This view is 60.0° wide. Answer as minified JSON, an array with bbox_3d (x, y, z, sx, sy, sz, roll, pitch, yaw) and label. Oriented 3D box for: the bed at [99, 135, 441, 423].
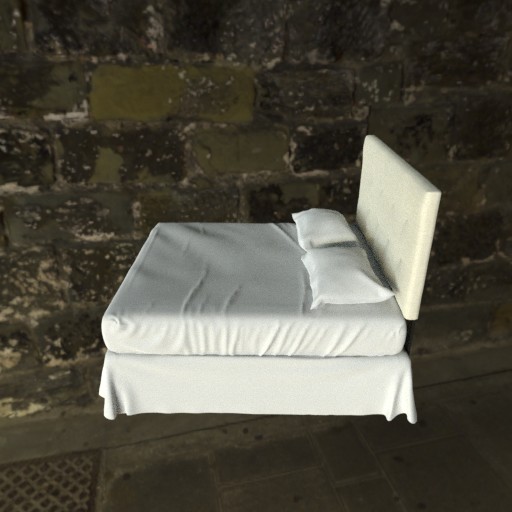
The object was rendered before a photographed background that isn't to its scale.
[{"bbox_3d":[0.000,0.000,3.475,2.222,1.577,1.936,0,26,1],"label":"bed"}]
